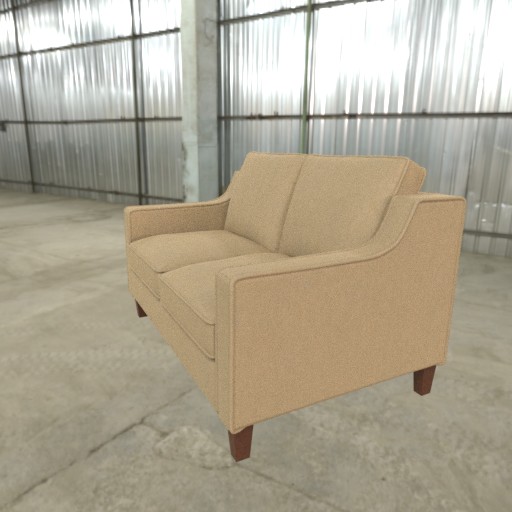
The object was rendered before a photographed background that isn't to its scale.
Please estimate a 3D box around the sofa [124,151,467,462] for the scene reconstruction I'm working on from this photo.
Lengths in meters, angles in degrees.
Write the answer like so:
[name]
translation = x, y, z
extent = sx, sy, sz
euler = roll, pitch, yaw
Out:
[sofa]
translation = 0.000, 0.000, 2.143
extent = 0.987, 0.971, 1.501
euler = -8, 17, -26
